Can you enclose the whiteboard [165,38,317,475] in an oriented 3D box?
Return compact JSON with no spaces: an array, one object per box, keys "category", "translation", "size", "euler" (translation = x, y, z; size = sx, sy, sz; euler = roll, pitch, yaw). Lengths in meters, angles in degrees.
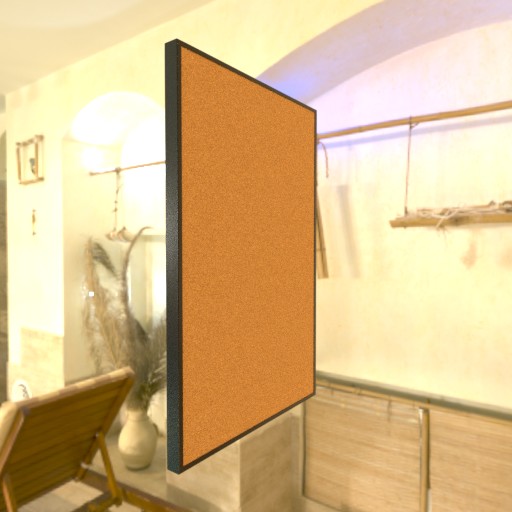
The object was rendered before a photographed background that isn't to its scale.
[{"category":"whiteboard","translation":[0.000,0.000,0.790],"size":[0.026,0.611,0.406],"euler":[1,2,36]}]
